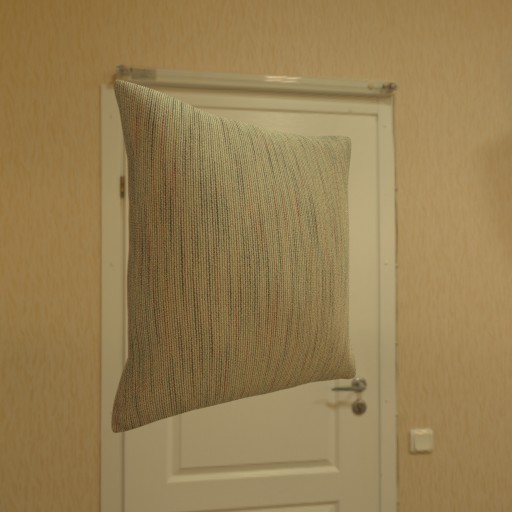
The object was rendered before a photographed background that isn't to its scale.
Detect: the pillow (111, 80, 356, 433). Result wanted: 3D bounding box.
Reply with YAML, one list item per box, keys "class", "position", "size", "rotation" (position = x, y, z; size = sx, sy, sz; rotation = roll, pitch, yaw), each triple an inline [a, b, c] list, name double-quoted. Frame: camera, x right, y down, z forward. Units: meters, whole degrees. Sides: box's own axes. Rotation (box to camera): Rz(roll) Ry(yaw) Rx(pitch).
- class: "pillow"
  position: [0.000, 0.000, 0.782]
  size: [0.512, 0.506, 0.178]
  rotation: [0, -1, -37]
